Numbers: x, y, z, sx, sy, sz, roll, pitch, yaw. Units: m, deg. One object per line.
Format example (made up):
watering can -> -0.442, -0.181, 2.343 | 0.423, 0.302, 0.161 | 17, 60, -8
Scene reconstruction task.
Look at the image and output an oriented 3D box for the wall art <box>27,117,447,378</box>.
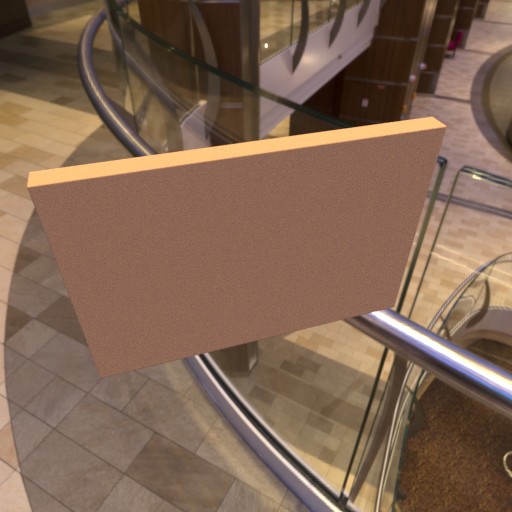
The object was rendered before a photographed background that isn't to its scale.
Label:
wall art -> 0.000, 0.000, 0.767 | 0.609, 0.407, 0.039 | -11, 41, -13
